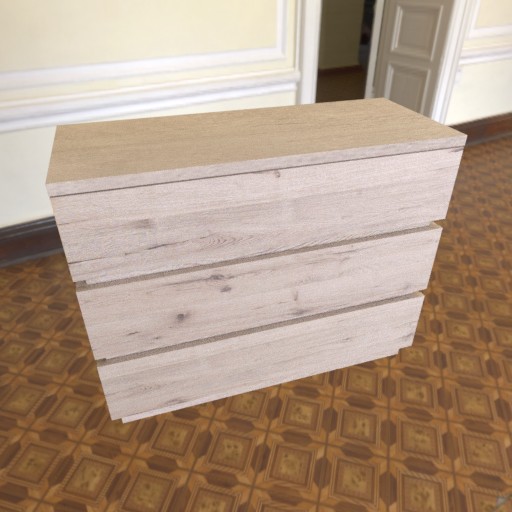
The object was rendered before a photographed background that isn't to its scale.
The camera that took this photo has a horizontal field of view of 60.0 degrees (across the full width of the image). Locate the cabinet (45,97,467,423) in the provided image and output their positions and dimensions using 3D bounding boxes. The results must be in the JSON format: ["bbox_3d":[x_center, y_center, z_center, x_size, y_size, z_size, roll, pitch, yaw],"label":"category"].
[{"bbox_3d":[0.000,0.000,1.432,1.040,0.820,0.420,-10,34,-15],"label":"cabinet"}]
